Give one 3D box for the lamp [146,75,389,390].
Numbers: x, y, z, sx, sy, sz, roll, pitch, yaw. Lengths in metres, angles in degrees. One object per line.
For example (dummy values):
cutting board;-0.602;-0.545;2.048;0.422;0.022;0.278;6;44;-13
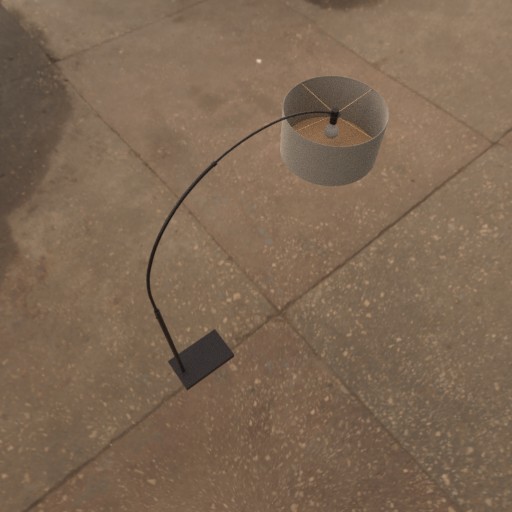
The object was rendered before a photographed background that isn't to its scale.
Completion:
lamp;0.000;0.000;2.628;1.424;1.927;0.493;-33;64;-19
